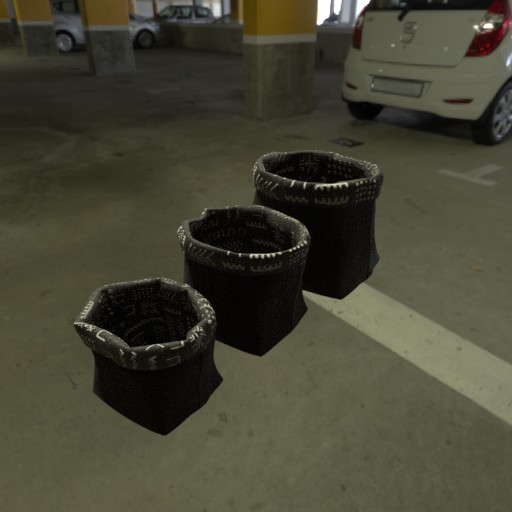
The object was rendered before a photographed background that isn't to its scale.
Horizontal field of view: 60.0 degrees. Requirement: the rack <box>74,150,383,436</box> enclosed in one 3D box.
[{"bbox_3d":[0.000,0.000,1.087,0.379,0.323,0.905,18,34,30],"label":"rack"}]
